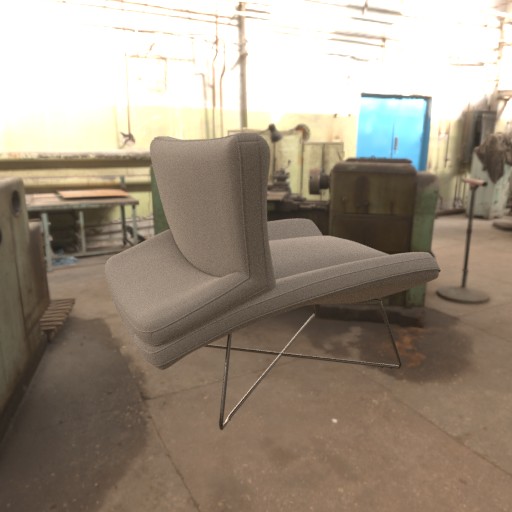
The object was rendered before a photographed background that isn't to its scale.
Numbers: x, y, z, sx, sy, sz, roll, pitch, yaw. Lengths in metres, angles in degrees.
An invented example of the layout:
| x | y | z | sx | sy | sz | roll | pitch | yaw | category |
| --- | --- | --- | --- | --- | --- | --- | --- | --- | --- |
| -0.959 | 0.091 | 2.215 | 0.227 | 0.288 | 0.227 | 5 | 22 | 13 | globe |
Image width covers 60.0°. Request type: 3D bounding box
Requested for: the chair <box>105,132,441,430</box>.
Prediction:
| x | y | z | sx | sy | sz | roll | pitch | yaw | category |
| --- | --- | --- | --- | --- | --- | --- | --- | --- | --- |
| 0.000 | 0.000 | 1.626 | 1.008 | 0.855 | 0.859 | -7 | 16 | -25 | chair |
